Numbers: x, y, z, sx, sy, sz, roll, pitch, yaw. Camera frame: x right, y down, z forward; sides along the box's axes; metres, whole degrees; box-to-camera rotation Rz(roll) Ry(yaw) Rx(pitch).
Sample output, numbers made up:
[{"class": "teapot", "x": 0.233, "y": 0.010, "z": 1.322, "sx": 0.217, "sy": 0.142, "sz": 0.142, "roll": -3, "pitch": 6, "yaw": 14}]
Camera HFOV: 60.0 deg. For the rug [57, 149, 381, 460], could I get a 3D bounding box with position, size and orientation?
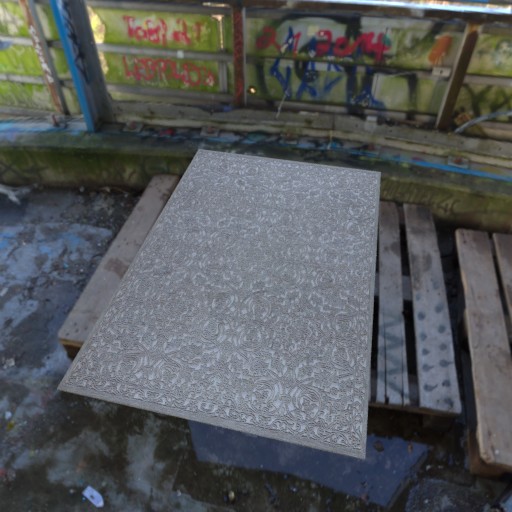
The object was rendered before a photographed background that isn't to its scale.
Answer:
[{"class": "rug", "x": 0.000, "y": 0.000, "z": 2.310, "sx": 1.221, "sy": 0.006, "sz": 1.827, "roll": 9, "pitch": 46, "yaw": 9}]
